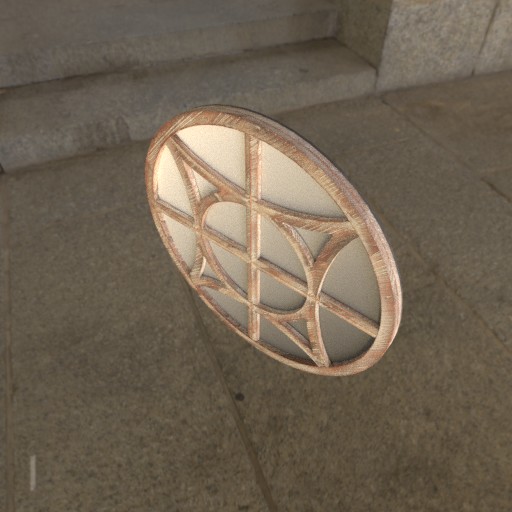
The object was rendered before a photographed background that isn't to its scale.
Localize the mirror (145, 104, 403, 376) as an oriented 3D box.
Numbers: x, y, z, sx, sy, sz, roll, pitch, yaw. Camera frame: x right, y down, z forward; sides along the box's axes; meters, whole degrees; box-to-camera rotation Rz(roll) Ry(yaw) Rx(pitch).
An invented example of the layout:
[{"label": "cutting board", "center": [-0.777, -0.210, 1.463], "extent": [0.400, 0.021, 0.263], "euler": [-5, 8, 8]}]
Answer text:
[{"label": "mirror", "center": [0.000, 0.000, 1.042], "extent": [0.710, 0.710, 0.038], "euler": [30, 53, 26]}]
